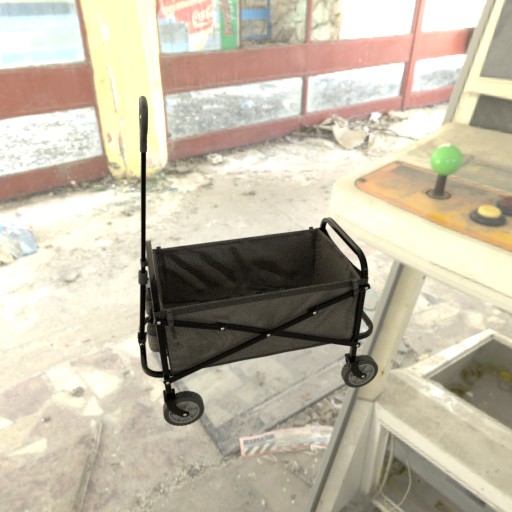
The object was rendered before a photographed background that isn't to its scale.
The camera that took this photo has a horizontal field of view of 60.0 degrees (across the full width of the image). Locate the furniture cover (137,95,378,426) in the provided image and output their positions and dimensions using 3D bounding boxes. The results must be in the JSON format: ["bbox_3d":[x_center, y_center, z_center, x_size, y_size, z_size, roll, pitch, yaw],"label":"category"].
[{"bbox_3d":[0.000,0.000,1.823,1.038,1.295,0.532,-8,32,-13],"label":"furniture cover"}]
